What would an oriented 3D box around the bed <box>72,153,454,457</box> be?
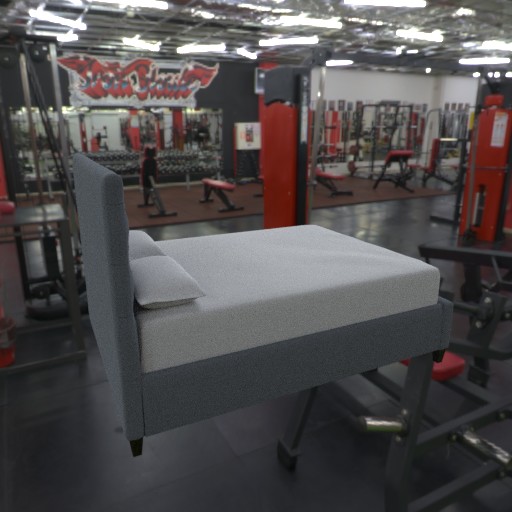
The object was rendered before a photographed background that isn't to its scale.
[{"bbox_3d":[0.000,0.000,3.212,2.231,1.427,1.698,-8,18,-25],"label":"bed"}]
